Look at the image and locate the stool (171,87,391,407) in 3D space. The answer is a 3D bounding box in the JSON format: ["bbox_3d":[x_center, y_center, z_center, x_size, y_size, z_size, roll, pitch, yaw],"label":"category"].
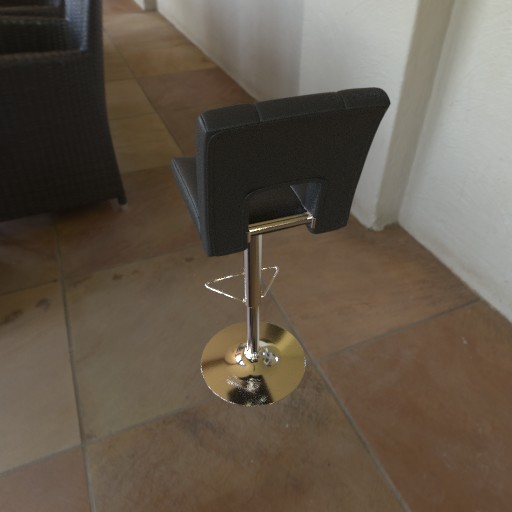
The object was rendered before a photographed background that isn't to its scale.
[{"bbox_3d":[0.000,0.000,1.374,0.415,1.151,0.520,-13,42,-15],"label":"stool"}]
